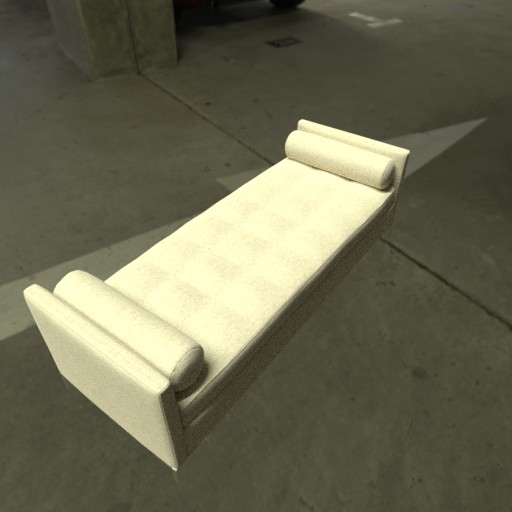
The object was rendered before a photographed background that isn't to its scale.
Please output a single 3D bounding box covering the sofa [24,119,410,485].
[{"bbox_3d":[0.000,0.000,2.412,0.797,0.655,2.102,26,47,27],"label":"sofa"}]
